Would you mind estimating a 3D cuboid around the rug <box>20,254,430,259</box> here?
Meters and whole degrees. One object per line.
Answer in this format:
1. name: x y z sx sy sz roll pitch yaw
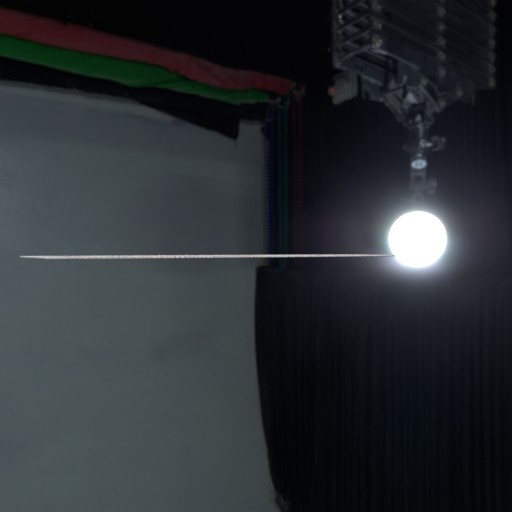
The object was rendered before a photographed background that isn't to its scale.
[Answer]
1. rug: 0.000 0.000 2.670 2.432 0.008 0.766 0 1 -36
